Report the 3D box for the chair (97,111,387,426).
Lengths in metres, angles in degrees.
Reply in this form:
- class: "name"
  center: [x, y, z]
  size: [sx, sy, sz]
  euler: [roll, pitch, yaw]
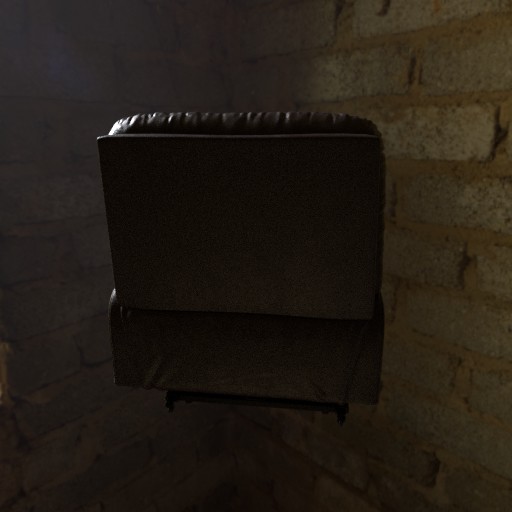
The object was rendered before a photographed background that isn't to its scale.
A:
- class: "chair"
  center: [0.000, 0.000, 1.722]
  size: [0.940, 1.041, 0.879]
  euler: [2, 15, 7]
